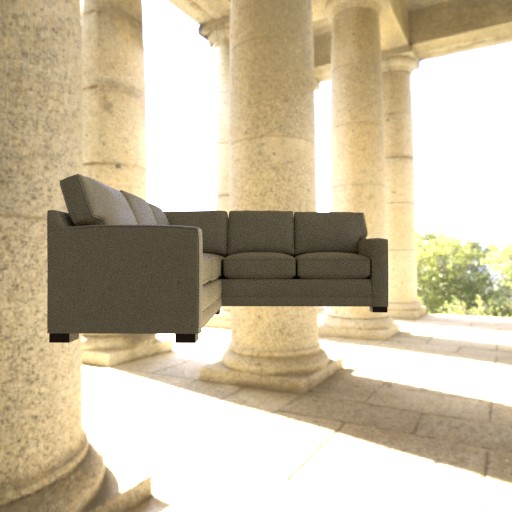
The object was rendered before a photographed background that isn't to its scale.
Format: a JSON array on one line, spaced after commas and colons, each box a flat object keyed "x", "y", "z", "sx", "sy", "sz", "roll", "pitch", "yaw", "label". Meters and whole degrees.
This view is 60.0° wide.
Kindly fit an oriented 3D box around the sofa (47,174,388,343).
[{"x": 0.000, "y": 0.000, "z": 3.419, "sx": 2.211, "sy": 0.936, "sz": 2.188, "roll": 0, "pitch": 0, "yaw": 0, "label": "sofa"}]
